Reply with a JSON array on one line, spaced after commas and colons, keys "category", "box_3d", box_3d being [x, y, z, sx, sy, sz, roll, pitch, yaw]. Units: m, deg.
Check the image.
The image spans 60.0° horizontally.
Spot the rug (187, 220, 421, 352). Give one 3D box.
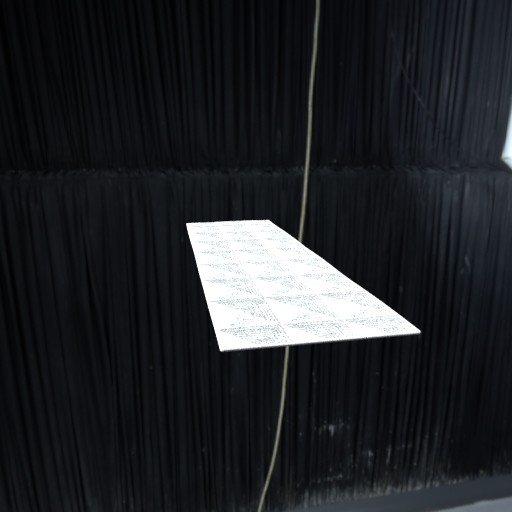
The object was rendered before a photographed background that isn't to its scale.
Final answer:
[{"category": "rug", "box_3d": [0.000, 0.000, 2.379, 0.645, 0.015, 2.182, -3, 14, -11]}]
